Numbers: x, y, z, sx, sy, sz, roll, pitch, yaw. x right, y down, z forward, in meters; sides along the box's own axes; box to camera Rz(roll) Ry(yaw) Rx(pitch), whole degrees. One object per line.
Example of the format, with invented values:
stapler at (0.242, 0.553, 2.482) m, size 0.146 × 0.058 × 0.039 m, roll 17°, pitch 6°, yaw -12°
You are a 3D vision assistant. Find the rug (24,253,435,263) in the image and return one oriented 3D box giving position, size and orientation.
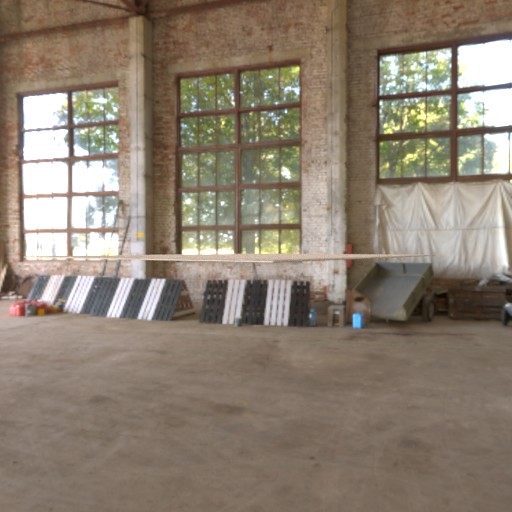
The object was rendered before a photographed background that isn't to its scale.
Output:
rug at (0.000, 0.000, 4.001) m, size 2.363 × 0.012 × 2.980 m, roll 1°, pitch 1°, yaw 36°
